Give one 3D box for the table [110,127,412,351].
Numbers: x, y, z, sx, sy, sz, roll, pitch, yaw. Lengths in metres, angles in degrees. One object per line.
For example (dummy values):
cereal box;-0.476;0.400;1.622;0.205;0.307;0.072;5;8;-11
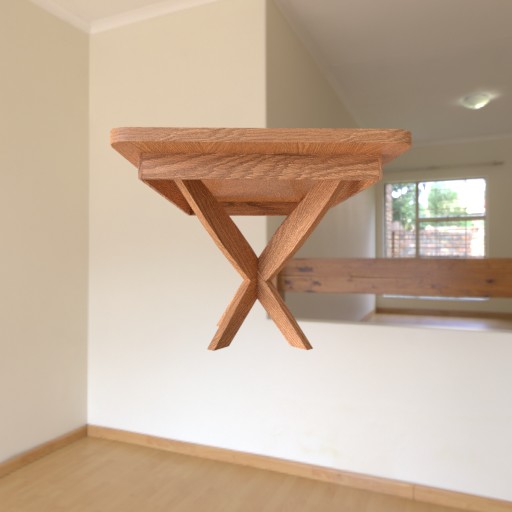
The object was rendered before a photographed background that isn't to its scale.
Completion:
table;0.000;0.000;2.138;0.950;0.770;1.600;0;0;-1
